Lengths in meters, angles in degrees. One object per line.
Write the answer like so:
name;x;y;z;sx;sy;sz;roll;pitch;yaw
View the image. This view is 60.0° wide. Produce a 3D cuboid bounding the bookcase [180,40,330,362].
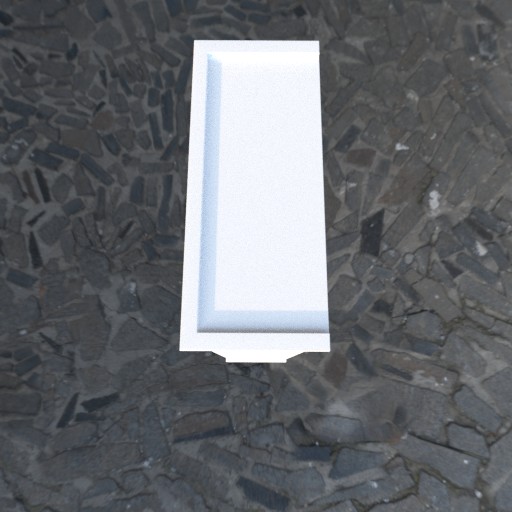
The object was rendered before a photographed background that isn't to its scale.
bookcase;0.000;0.000;2.307;0.432;1.880;1.050;0;75;0
